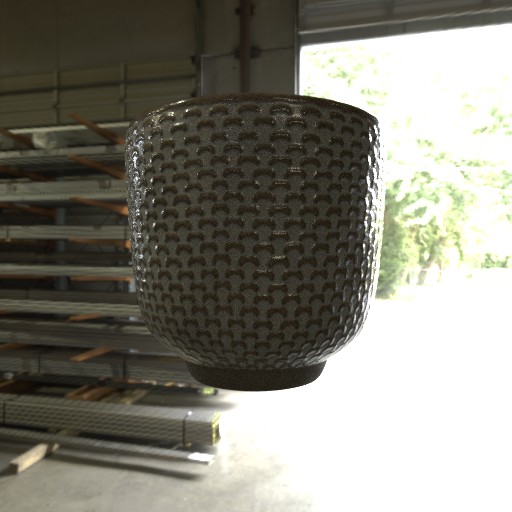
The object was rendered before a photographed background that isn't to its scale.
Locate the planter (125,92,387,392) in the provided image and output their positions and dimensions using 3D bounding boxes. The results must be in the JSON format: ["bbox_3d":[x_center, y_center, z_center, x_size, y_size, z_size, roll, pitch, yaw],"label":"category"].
[{"bbox_3d":[0.000,0.000,0.244,0.139,0.130,0.139,0,-1,0],"label":"planter"}]
